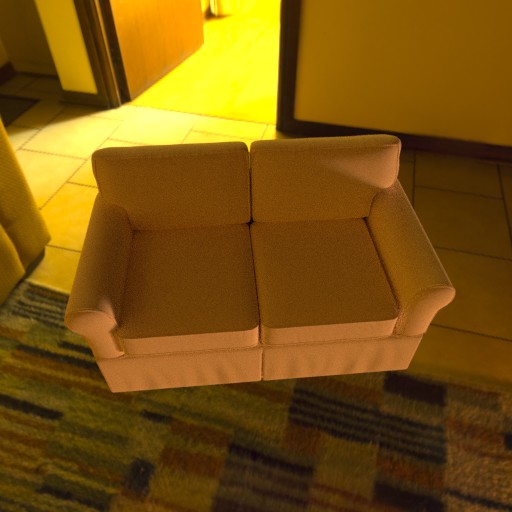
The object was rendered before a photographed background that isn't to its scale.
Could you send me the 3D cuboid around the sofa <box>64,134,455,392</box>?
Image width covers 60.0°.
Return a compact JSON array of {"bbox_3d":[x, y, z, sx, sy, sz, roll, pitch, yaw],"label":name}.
[{"bbox_3d":[0.000,0.000,2.349,1.727,0.940,0.991,-4,46,-3],"label":"sofa"}]
